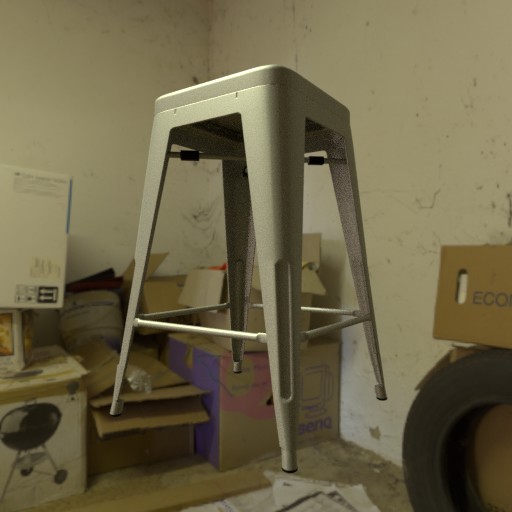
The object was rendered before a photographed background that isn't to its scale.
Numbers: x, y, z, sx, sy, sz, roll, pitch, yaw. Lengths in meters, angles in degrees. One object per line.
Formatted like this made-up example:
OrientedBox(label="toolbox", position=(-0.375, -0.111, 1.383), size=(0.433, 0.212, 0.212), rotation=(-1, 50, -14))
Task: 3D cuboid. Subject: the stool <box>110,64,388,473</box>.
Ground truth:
OrientedBox(label="stool", position=(0.000, 0.000, 0.894), size=(0.406, 0.610, 0.406), rotation=(0, 0, 35))
